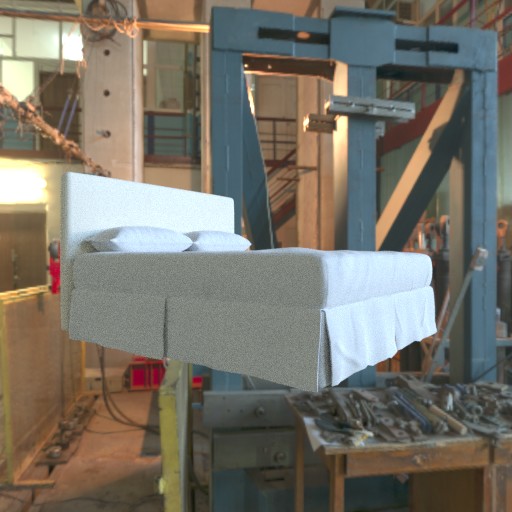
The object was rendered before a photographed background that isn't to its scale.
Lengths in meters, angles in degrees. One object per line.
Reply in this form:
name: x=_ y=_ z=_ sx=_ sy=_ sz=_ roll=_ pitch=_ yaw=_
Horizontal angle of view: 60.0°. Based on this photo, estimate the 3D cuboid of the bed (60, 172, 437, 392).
bed: x=0.000 y=0.000 z=3.569 sx=2.341 sy=1.317 sz=2.119 roll=0 pitch=0 yaw=36
